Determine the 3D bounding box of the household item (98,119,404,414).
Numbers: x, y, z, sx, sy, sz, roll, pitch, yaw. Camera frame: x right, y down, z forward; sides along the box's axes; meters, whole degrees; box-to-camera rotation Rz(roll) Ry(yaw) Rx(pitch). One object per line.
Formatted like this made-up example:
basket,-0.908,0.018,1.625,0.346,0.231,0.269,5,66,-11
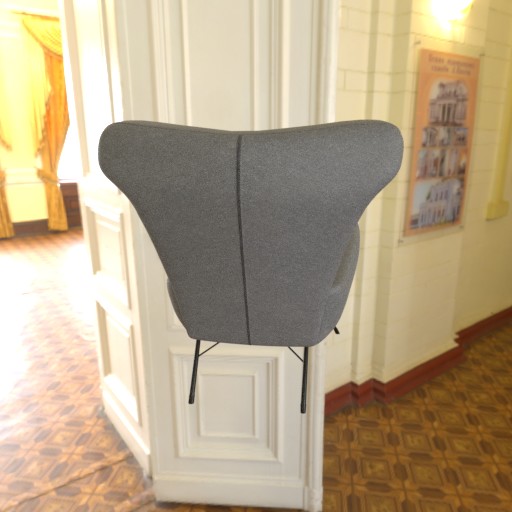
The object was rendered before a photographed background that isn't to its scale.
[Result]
household item,0.000,0.000,1.811,0.980,1.050,0.900,2,15,8
